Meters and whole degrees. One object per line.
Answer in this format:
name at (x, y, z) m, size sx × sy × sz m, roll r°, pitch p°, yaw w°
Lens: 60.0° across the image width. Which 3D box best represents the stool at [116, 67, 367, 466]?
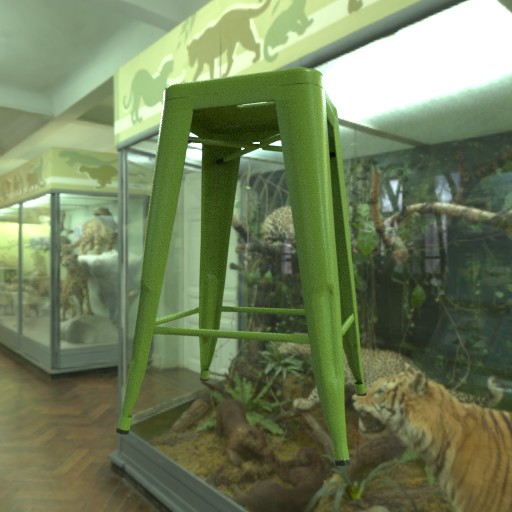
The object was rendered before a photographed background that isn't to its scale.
stool at (0.000, 0.000, 0.863) m, size 0.398 × 0.609 × 0.358 m, roll 0°, pitch 0°, yaw 18°
